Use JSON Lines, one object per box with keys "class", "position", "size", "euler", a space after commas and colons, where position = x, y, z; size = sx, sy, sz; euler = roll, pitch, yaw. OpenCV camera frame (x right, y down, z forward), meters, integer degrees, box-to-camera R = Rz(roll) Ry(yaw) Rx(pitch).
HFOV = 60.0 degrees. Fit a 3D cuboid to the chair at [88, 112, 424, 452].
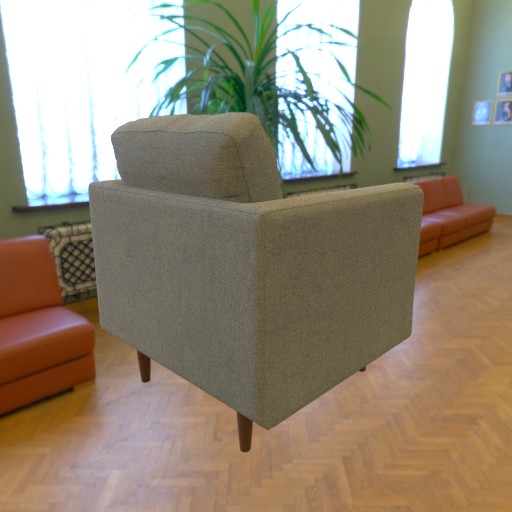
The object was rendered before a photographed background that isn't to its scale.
{"class": "chair", "position": [0.000, 0.000, 1.543], "size": [0.855, 0.927, 0.800], "euler": [15, 21, 42]}
